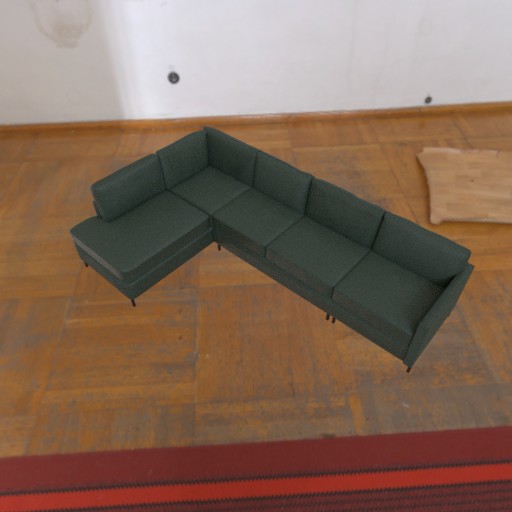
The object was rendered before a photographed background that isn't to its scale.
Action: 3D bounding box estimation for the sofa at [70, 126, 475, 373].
[{"bbox_3d":[0.000,0.000,4.337,3.384,0.996,2.048,32,53,28],"label":"sofa"}]
